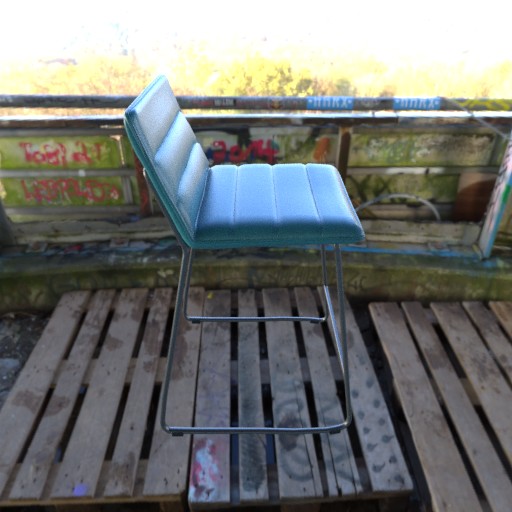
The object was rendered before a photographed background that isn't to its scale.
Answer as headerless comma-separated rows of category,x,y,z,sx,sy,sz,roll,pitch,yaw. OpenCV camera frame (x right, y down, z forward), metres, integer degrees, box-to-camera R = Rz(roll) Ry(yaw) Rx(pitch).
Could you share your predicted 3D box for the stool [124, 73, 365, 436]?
stool,0.000,0.000,1.191,0.524,0.866,0.489,0,33,0
